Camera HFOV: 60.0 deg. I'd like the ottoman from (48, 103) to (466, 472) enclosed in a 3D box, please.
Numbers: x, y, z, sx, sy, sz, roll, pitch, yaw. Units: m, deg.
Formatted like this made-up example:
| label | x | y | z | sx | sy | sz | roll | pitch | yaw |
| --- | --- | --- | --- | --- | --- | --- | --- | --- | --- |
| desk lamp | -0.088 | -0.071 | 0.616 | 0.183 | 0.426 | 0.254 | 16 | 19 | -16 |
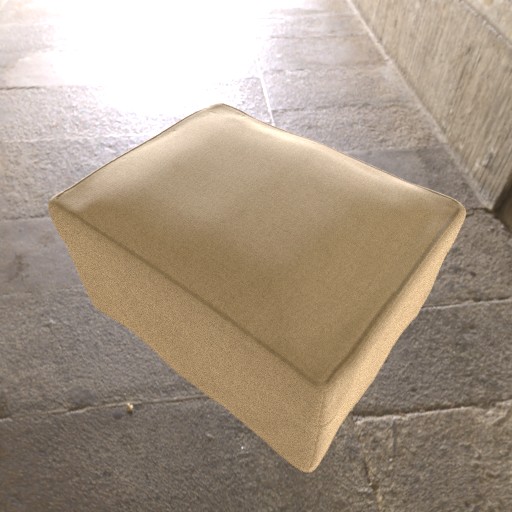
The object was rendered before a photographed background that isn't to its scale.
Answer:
| label | x | y | z | sx | sy | sz | roll | pitch | yaw |
| --- | --- | --- | --- | --- | --- | --- | --- | --- | --- |
| ottoman | 0.000 | 0.000 | 1.220 | 0.833 | 0.485 | 0.650 | 30 | 55 | 24 |
